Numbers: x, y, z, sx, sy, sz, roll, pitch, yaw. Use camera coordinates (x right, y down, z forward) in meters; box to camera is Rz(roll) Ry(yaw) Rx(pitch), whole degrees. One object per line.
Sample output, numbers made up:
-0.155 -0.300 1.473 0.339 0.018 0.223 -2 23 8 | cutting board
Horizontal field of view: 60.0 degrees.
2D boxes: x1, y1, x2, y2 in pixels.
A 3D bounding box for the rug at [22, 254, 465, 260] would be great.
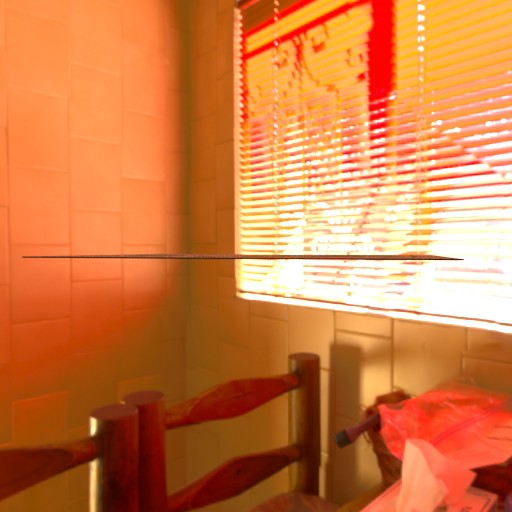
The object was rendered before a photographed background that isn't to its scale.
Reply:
0.000 0.000 3.747 2.940 0.011 2.053 0 1 17 | rug
